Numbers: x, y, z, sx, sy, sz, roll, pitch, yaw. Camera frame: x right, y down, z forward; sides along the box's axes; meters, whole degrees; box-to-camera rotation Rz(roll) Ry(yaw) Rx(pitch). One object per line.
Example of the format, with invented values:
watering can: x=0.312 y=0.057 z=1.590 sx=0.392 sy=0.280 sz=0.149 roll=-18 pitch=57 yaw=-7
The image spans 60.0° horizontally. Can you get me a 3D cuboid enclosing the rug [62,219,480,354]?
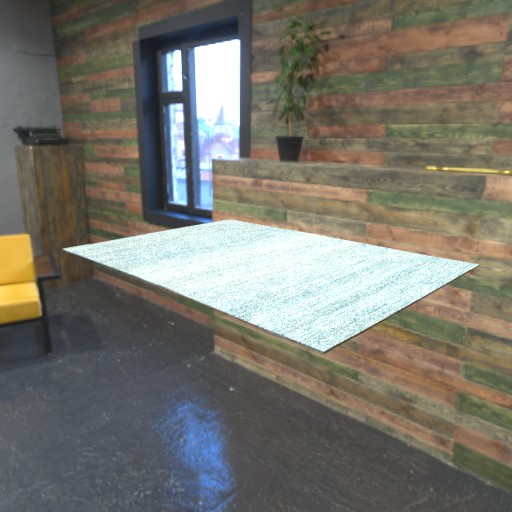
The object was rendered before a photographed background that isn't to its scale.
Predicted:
rug: x=0.000 y=0.000 z=2.910 sx=2.260 sy=0.026 sz=1.611 roll=14 pitch=20 yaw=42
